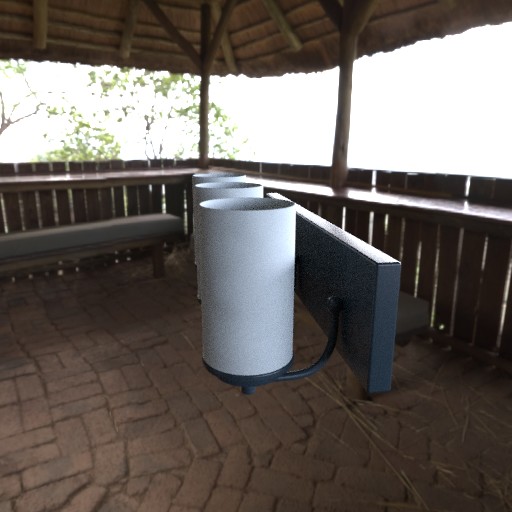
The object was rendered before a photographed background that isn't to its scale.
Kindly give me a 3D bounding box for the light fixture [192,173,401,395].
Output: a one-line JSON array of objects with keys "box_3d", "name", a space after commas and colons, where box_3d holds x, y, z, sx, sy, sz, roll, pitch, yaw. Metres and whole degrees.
[{"box_3d": [0.000, 0.000, 0.539, 0.145, 0.172, 0.451, -2, 15, -9], "name": "light fixture"}]
